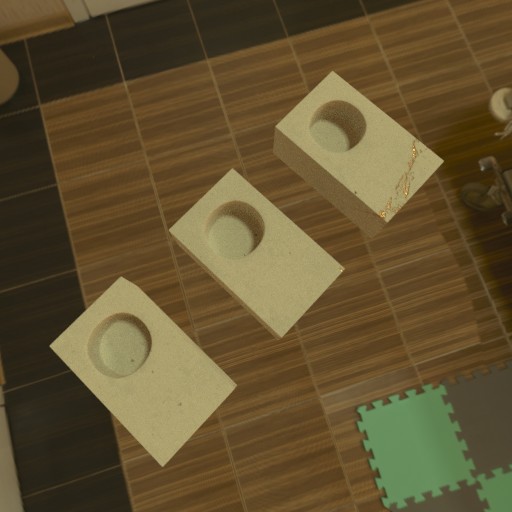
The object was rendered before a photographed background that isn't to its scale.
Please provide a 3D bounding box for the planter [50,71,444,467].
[{"bbox_3d":[0.000,0.000,0.386,0.127,0.051,0.333,43,81,9],"label":"planter"}]
